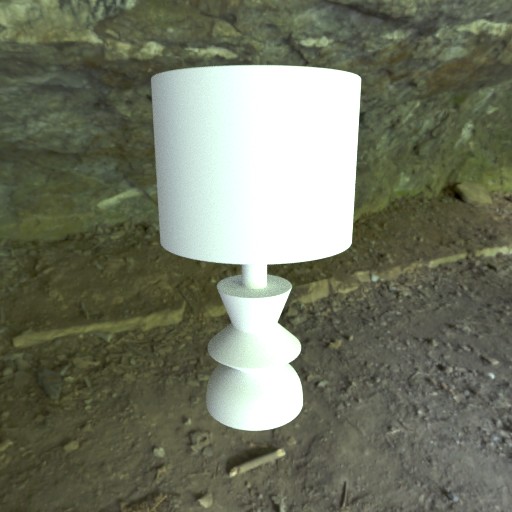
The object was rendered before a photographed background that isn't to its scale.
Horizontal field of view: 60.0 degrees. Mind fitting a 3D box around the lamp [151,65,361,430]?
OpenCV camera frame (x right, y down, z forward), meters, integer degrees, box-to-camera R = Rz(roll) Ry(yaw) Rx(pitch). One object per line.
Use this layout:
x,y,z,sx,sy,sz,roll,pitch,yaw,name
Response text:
0.000,0.000,0.720,0.301,0.533,0.301,3,15,11,lamp
